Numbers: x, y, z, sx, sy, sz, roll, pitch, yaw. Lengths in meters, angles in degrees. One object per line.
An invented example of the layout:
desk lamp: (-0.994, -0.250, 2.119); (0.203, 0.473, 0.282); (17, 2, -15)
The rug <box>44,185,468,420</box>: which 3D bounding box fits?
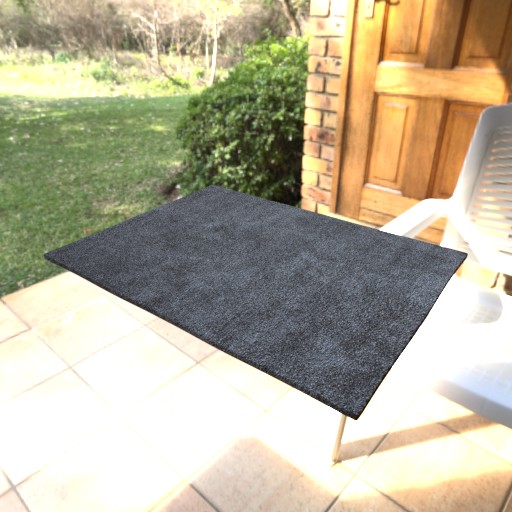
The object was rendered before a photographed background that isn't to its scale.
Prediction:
rug: (0.000, 0.000, 2.086); (1.601, 0.025, 1.198); (20, 34, 31)
